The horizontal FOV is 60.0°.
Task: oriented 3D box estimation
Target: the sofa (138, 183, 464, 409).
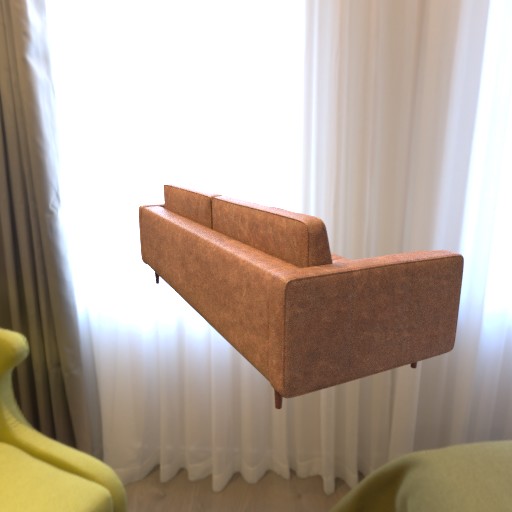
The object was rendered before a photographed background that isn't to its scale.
[{"bbox_3d":[0.000,0.000,2.659,0.914,0.762,2.210,-7,15,-26],"label":"sofa"}]
